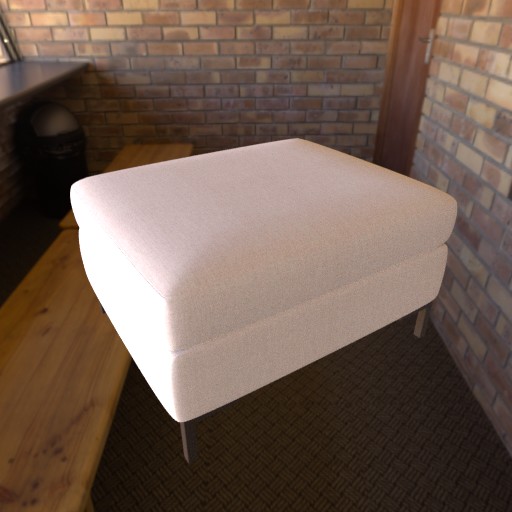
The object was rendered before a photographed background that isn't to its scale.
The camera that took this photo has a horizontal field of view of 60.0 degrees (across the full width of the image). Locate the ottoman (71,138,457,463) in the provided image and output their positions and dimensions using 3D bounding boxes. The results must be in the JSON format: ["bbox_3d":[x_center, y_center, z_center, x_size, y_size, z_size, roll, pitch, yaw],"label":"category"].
[{"bbox_3d":[0.000,0.000,1.200,0.794,0.453,0.657,-18,35,-28],"label":"ottoman"}]
